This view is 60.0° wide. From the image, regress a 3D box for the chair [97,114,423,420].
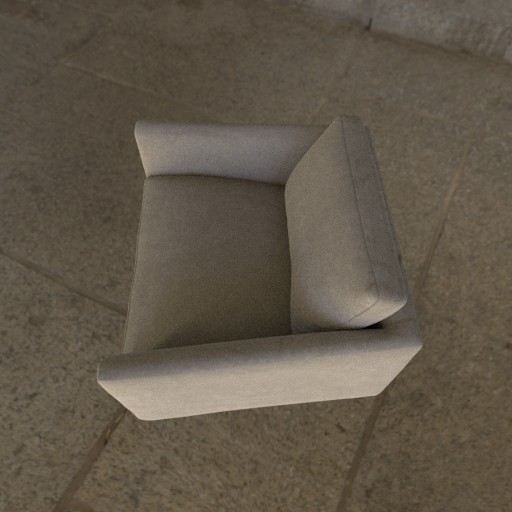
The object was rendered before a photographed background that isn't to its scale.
[{"bbox_3d":[0.000,0.000,1.901,1.091,0.845,1.190,-2,58,-1],"label":"chair"}]
